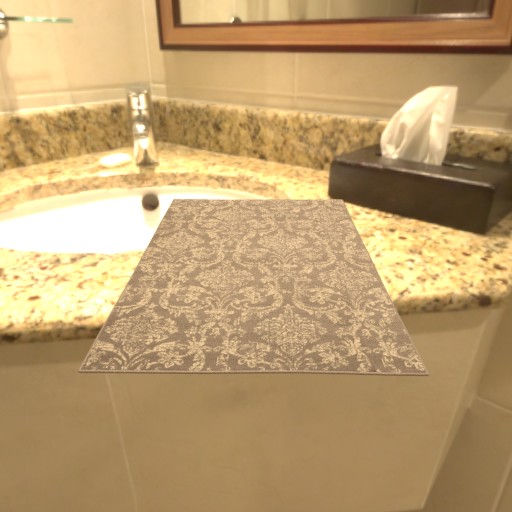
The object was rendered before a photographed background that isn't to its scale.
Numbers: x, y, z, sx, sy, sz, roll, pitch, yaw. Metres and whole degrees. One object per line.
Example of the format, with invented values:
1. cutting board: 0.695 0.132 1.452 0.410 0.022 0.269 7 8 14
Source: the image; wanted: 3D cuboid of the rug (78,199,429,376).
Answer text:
1. rug: 0.000 0.000 3.517 1.819 0.018 2.746 0 26 1
